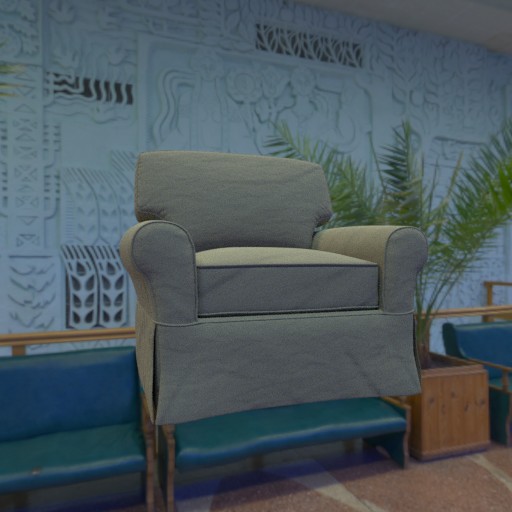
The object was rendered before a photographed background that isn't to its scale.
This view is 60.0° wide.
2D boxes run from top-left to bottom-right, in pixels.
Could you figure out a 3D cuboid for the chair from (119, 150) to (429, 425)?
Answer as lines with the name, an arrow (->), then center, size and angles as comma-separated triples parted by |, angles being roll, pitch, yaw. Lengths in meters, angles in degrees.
chair -> 0.000, 0.000, 1.934 | 1.135, 1.017, 0.988 | 0, 0, -19
